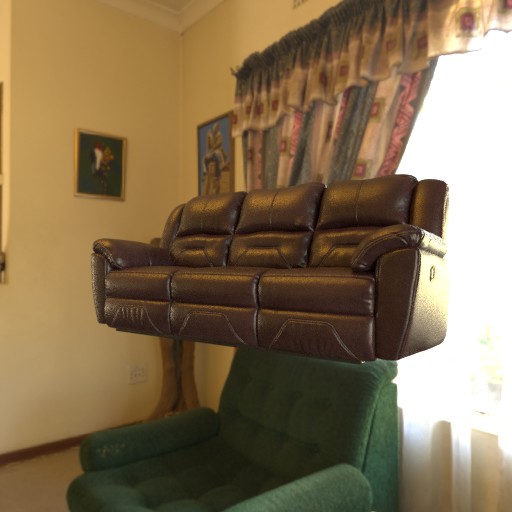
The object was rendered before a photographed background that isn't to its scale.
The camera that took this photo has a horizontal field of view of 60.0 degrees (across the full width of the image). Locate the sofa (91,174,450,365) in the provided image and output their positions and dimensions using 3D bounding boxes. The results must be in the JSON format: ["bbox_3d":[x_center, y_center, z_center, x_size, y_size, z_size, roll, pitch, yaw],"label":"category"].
[{"bbox_3d":[0.000,0.000,2.933,2.337,1.043,0.991,0,-1,35],"label":"sofa"}]
